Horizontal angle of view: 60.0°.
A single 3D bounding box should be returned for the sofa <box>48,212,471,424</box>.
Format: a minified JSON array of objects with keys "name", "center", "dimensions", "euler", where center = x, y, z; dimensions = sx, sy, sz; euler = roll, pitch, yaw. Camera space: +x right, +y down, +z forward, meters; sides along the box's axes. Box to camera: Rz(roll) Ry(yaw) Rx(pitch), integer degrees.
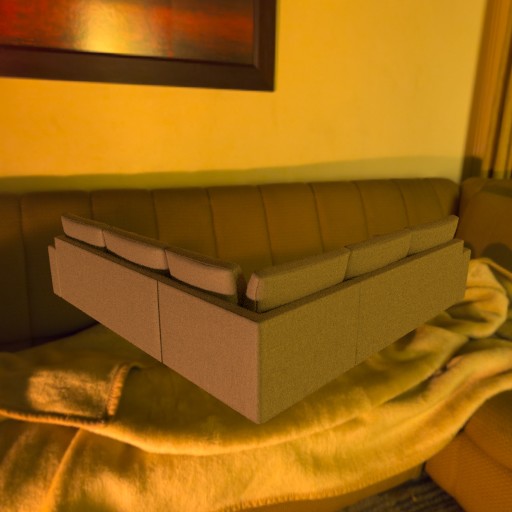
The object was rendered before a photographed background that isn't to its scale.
[{"name":"sofa","center":[0.000,0.000,3.981],"dimensions":[2.622,0.800,2.742],"euler":[-15,21,-42]}]
